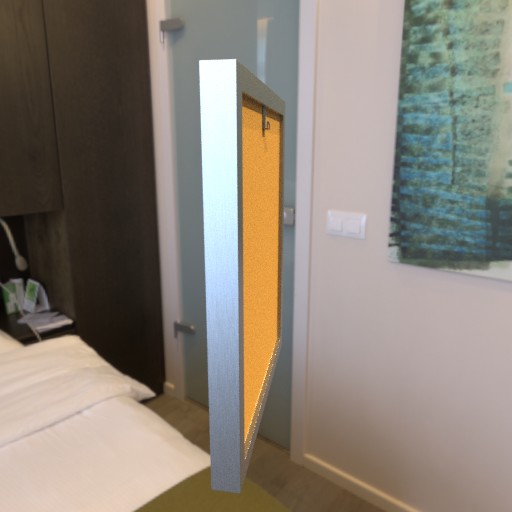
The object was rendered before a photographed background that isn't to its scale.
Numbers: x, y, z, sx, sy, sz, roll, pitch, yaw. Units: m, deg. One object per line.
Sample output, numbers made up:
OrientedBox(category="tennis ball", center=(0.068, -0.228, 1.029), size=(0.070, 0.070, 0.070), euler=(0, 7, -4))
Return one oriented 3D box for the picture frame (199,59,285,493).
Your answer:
OrientedBox(category="picture frame", center=(0.000, 0.000, 1.353), size=(0.073, 0.968, 0.839), euler=(2, 14, 10))
